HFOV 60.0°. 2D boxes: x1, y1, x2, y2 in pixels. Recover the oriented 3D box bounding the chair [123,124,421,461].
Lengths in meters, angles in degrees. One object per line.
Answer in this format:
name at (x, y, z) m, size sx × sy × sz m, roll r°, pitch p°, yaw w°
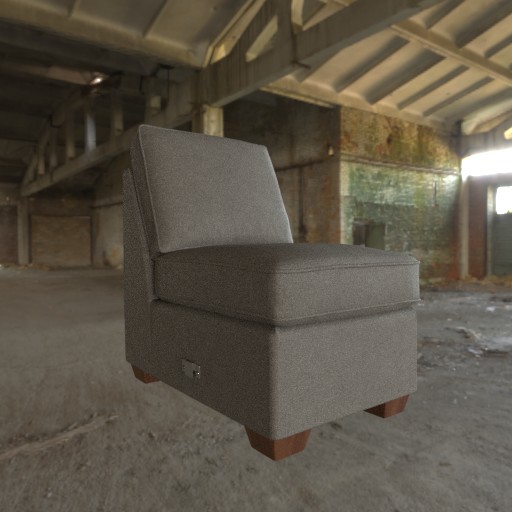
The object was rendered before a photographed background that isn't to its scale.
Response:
chair at (0.000, 0.000, 1.551) m, size 0.621 × 0.970 × 0.938 m, roll -1°, pitch 2°, yaw -37°
